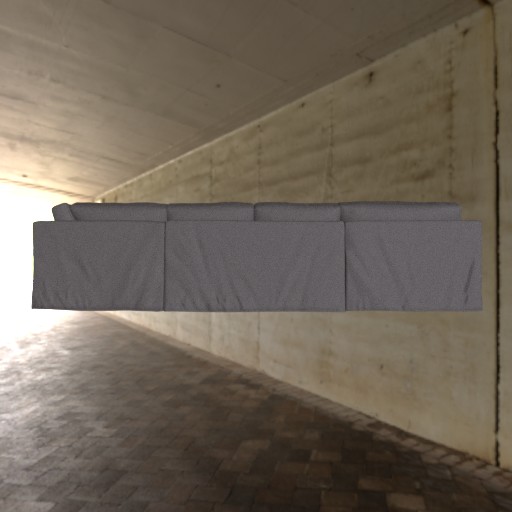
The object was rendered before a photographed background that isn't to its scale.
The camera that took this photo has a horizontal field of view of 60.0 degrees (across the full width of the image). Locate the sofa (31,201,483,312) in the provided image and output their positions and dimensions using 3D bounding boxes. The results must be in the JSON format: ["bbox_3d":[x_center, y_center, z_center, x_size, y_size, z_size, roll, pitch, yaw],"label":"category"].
[{"bbox_3d":[0.000,0.000,4.596,3.528,0.878,2.476,0,0,0],"label":"sofa"}]
